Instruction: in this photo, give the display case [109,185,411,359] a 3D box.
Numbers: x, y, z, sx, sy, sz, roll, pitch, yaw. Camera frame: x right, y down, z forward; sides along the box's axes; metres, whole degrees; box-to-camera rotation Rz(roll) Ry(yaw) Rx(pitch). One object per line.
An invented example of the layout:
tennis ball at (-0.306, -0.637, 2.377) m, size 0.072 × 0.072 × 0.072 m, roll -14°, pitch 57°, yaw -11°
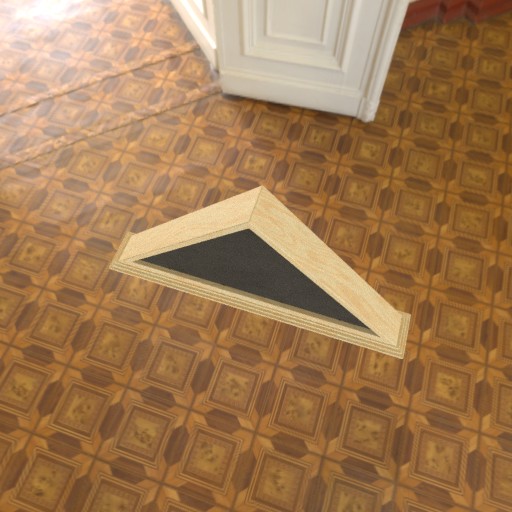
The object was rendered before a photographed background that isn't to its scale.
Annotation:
display case at (0.000, 0.000, 0.789) m, size 0.640 × 0.340 × 0.095 m, roll 16°, pitch 65°, yaw 8°
